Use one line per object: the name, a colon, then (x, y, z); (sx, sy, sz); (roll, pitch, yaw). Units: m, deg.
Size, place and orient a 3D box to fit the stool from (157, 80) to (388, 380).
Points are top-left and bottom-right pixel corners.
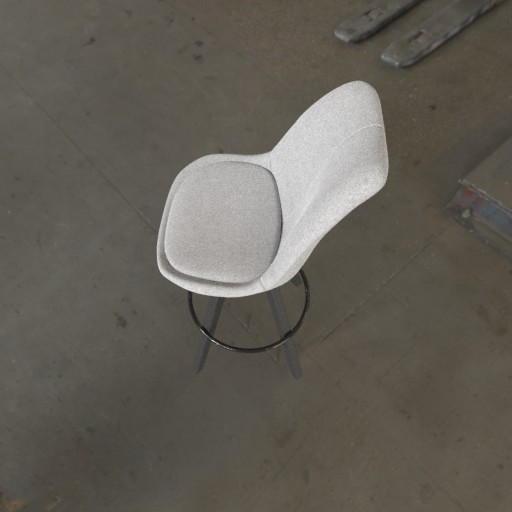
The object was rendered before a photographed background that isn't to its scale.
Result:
stool: (0.000, 0.000, 1.401); (0.550, 1.115, 0.485); (3, 59, 2)
